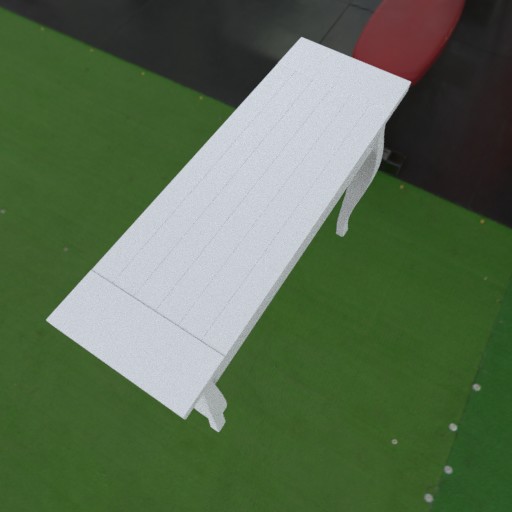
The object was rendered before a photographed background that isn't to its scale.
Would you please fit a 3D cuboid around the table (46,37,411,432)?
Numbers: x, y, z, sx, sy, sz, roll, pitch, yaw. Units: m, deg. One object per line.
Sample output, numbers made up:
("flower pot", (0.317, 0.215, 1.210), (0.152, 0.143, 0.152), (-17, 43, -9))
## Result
("table", (0.000, 0.000, 1.423), (0.373, 0.768, 1.062), (30, 66, 14))
